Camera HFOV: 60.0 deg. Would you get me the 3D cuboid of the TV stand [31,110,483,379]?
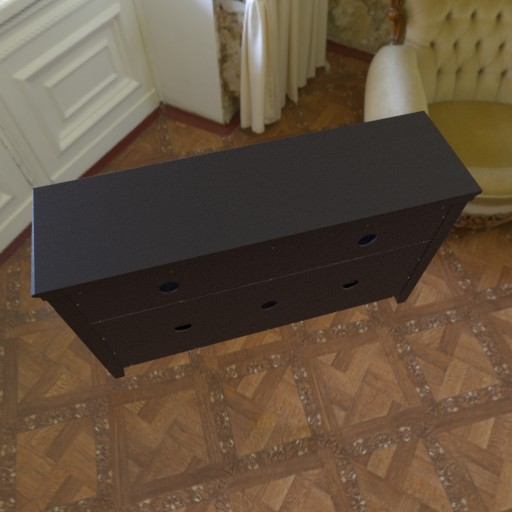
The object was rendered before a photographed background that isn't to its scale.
[{"bbox_3d":[0.000,0.000,1.504,1.198,0.681,0.347,-13,58,-8],"label":"TV stand"}]
